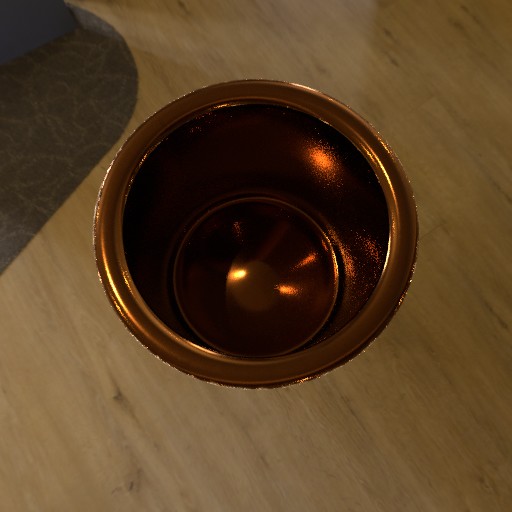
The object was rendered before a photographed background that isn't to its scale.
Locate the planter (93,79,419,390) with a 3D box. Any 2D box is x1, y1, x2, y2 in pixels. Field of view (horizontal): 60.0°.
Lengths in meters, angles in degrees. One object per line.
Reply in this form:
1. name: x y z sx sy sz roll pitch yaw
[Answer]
1. planter: 0.000 0.000 0.311 0.177 0.157 0.177 0 75 0
